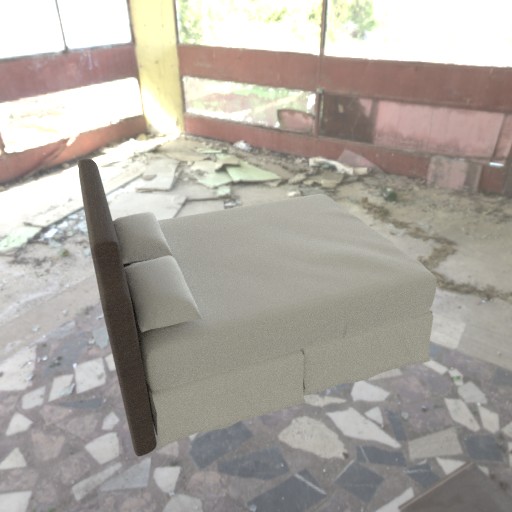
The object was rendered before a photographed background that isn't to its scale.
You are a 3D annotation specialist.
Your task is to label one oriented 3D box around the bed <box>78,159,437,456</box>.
[{"bbox_3d":[0.000,0.000,3.162,2.116,1.290,1.693,-12,33,-19],"label":"bed"}]
